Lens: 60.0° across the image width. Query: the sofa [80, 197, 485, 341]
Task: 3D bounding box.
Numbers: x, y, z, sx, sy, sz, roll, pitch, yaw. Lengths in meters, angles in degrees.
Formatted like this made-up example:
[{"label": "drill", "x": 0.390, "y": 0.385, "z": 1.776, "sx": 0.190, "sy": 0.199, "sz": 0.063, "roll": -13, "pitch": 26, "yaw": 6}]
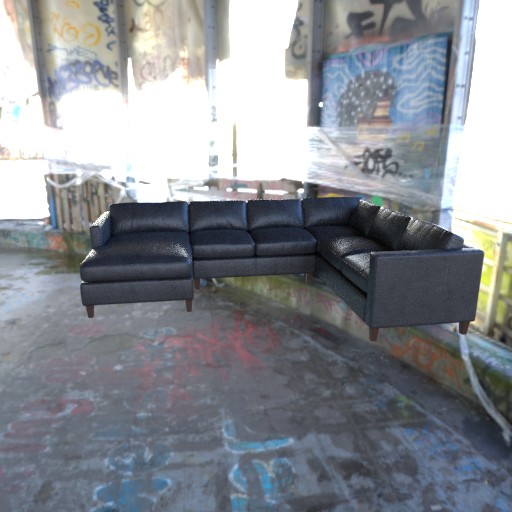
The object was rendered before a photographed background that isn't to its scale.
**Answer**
[{"label": "sofa", "x": 0.000, "y": 0.000, "z": 4.522, "sx": 3.324, "sy": 0.891, "sz": 2.452, "roll": -2, "pitch": 15, "yaw": -9}]
